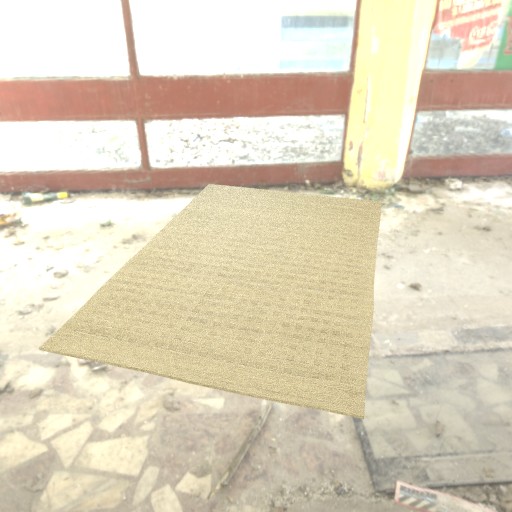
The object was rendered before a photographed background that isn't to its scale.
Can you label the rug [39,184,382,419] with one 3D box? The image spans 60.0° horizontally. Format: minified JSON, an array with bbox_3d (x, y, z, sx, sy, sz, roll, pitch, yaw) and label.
[{"bbox_3d":[0.000,0.000,2.895,1.532,0.018,2.297,8,31,13],"label":"rug"}]
